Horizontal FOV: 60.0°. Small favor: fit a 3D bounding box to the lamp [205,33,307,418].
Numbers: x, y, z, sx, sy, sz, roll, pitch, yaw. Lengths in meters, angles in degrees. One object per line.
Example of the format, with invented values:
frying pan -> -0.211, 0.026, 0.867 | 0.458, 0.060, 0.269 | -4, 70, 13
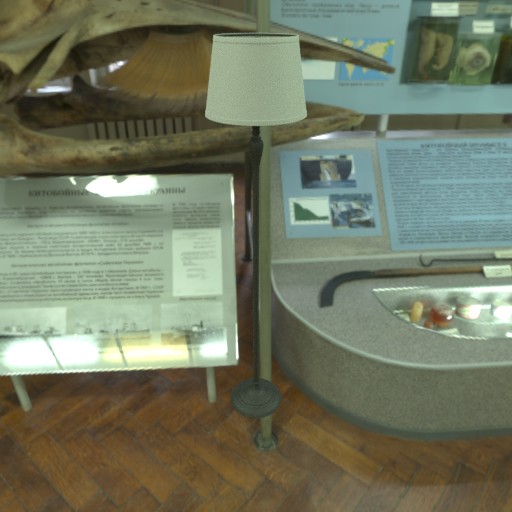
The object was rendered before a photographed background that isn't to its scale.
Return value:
lamp -> 0.000, 0.000, 1.686 | 0.327, 1.506, 0.327 | -19, 35, -30
